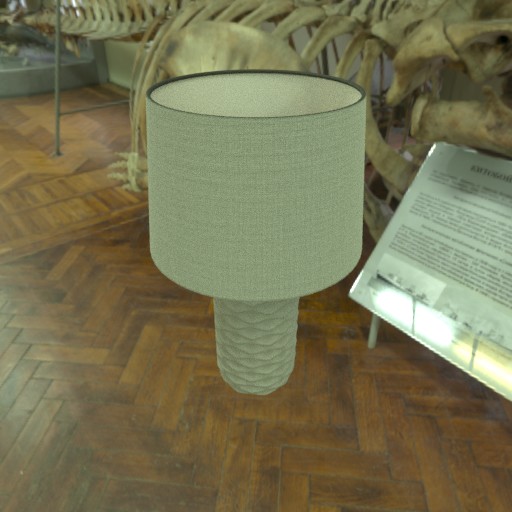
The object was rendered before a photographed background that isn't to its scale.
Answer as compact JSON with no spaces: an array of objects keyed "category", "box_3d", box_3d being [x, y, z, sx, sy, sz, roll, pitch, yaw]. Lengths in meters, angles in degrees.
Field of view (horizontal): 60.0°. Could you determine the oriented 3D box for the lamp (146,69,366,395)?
[{"category":"lamp","box_3d":[0.000,0.000,0.823,0.376,0.594,0.376,0,32,0]}]
